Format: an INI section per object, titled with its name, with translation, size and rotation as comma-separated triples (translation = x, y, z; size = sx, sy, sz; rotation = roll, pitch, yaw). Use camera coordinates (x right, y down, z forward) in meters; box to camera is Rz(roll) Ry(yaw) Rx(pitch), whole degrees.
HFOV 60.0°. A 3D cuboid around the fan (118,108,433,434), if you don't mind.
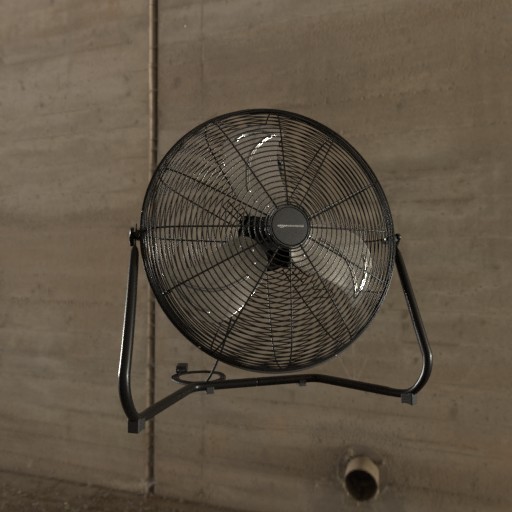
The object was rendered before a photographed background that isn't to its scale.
[fan]
translation = 0.000, 0.000, 1.018
size = 0.595, 0.605, 0.470
rotation = 0, -1, -16
